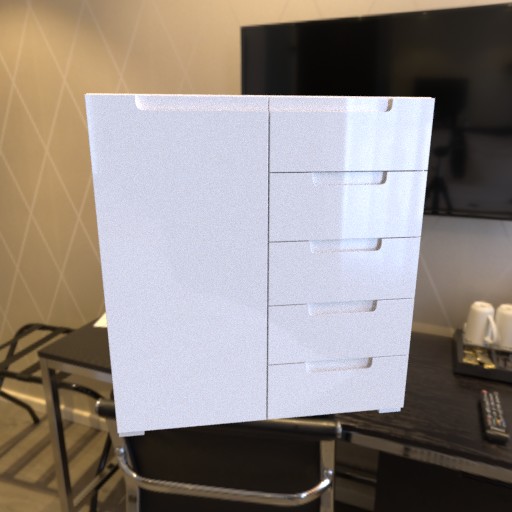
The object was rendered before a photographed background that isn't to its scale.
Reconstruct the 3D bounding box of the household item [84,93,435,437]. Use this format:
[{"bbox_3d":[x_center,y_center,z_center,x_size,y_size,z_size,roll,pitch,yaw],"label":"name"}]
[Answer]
[{"bbox_3d":[0.000,0.000,1.316,0.800,0.870,0.420,-2,16,-8],"label":"household item"}]
